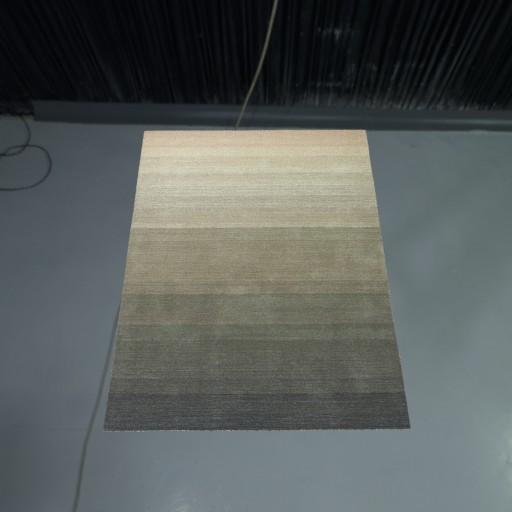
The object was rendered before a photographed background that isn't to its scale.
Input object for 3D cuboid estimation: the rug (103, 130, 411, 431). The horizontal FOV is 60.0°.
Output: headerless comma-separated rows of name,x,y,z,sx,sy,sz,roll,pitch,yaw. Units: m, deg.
rug,0.000,0.000,3.979,2.315,0.015,2.932,0,64,0
